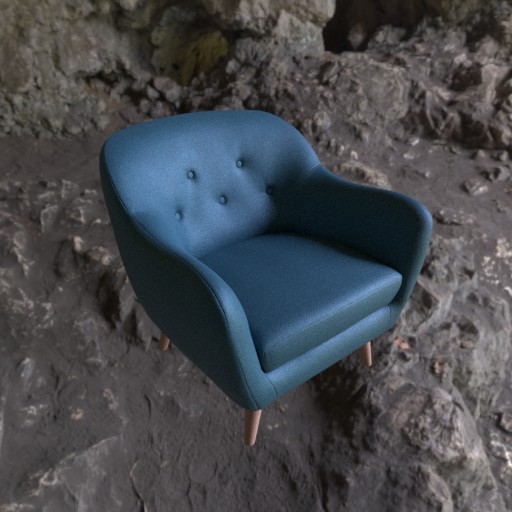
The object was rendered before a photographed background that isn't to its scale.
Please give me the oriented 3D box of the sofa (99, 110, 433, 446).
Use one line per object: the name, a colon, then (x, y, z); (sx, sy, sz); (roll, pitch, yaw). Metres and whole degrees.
sofa: (0.000, 0.000, 1.500); (0.836, 0.817, 0.825); (-21, 35, -33)
